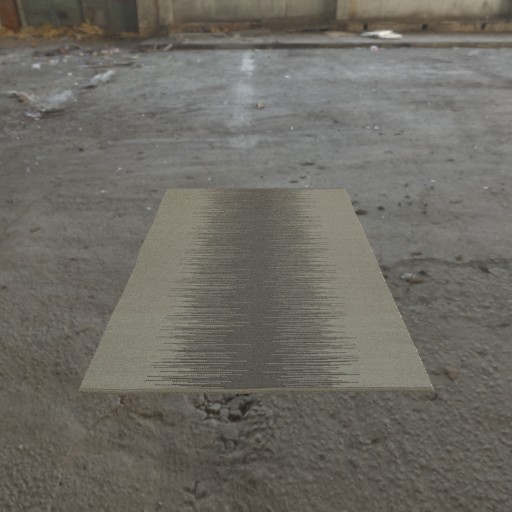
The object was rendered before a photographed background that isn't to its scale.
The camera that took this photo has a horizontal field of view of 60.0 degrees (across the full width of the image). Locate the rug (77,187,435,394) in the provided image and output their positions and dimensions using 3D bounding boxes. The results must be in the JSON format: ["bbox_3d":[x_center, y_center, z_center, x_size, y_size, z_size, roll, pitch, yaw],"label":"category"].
[{"bbox_3d":[0.000,0.000,2.285,1.226,0.007,1.815,0,31,0],"label":"rug"}]
